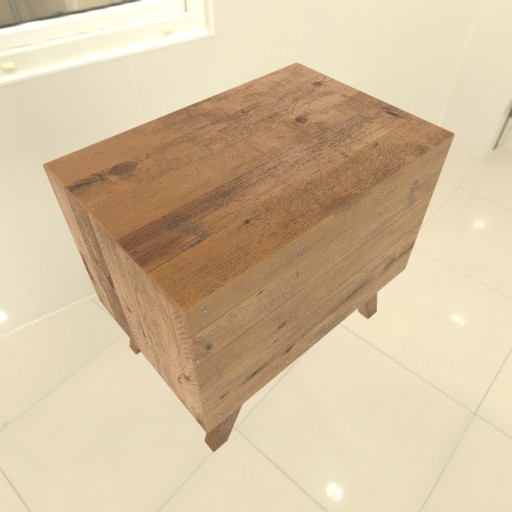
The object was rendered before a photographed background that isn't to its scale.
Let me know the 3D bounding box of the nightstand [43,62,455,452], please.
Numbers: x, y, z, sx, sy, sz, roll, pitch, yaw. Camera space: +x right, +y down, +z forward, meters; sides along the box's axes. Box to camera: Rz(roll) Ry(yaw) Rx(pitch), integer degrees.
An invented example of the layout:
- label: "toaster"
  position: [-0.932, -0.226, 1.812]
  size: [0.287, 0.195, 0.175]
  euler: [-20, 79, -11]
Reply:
- label: "nightstand"
  position: [0.000, 0.000, 1.054]
  size: [0.650, 0.599, 0.450]
  euler: [-33, 55, -27]
